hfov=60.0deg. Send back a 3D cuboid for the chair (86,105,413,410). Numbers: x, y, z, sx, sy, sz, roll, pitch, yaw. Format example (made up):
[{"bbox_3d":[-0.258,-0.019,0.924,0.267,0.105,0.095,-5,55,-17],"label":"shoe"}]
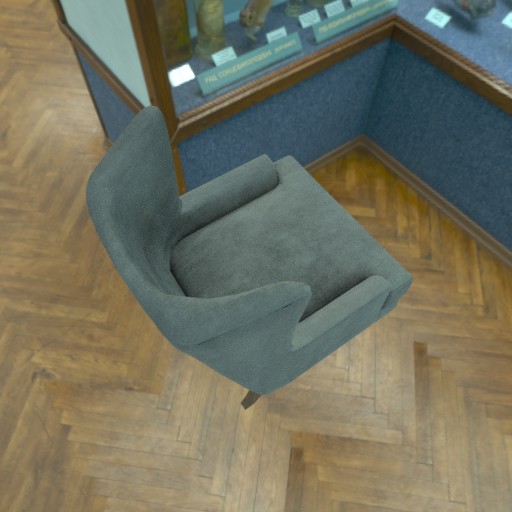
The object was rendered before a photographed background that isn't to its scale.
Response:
[{"bbox_3d":[0.000,0.000,1.611,0.906,0.950,0.784,-30,63,-17],"label":"chair"}]
